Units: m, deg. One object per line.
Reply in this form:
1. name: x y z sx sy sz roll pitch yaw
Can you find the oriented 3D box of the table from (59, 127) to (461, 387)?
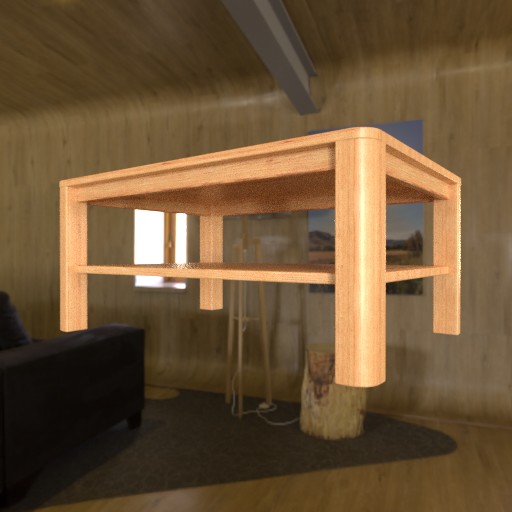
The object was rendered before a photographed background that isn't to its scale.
1. table: 0.000 0.000 1.314 0.997 0.445 0.696 0 0 37
